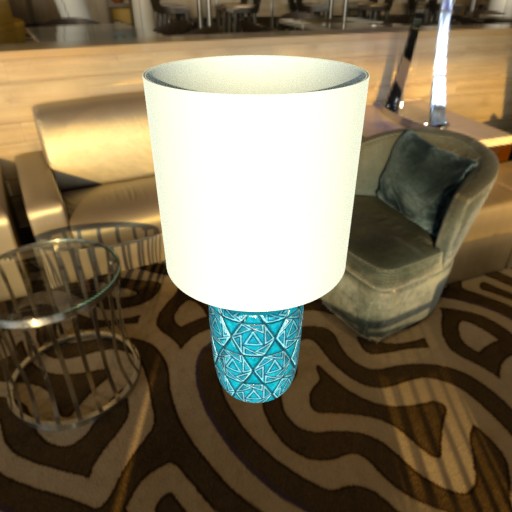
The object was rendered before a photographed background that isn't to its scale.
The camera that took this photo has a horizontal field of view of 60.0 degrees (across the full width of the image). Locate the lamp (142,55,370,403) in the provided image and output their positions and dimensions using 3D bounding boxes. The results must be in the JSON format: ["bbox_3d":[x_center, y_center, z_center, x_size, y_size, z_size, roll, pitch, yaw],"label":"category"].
[{"bbox_3d":[0.000,0.000,0.483,0.193,0.377,0.193,-21,38,-30],"label":"lamp"}]
